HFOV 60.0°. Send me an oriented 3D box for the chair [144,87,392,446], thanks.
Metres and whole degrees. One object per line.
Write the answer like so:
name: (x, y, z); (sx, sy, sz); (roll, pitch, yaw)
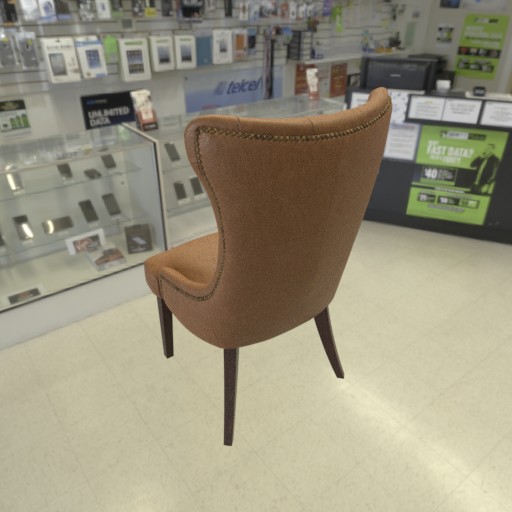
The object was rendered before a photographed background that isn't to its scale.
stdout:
chair: (0.000, 0.000, 1.462); (0.611, 1.065, 0.669); (-20, 36, -29)
